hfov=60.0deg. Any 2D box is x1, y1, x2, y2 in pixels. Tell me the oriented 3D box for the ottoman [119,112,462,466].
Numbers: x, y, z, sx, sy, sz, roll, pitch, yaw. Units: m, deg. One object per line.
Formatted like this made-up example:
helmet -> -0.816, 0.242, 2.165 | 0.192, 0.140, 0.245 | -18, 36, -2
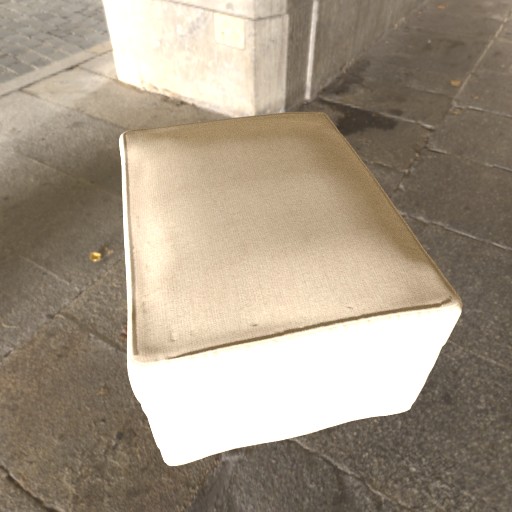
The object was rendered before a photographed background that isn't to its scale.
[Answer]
ottoman -> 0.000, 0.000, 1.206 | 0.650, 0.485, 0.833 | -9, 46, -9
